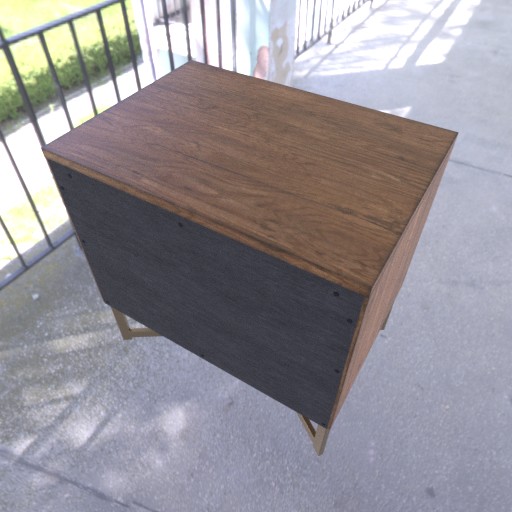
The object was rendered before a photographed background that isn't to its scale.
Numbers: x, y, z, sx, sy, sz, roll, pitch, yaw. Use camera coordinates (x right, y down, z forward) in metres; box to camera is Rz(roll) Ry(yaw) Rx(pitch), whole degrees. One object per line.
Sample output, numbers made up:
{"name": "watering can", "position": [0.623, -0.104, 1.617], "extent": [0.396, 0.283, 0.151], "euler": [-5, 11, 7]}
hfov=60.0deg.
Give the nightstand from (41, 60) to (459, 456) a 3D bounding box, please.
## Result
{"name": "nightstand", "position": [0.000, 0.000, 1.014], "extent": [0.610, 0.610, 0.446], "euler": [24, 51, 21]}
